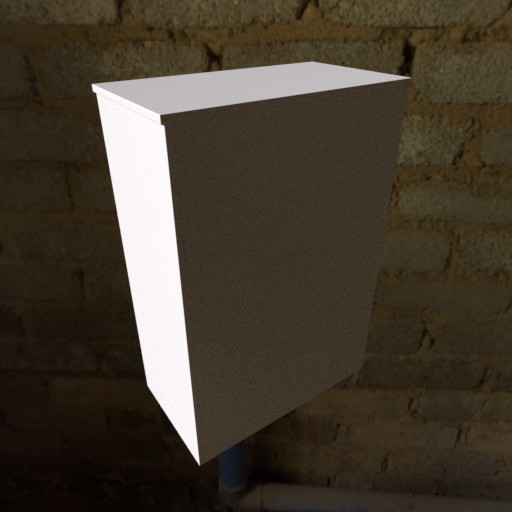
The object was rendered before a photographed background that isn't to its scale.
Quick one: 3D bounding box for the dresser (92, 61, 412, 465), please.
[{"bbox_3d":[0.000,0.000,1.369,0.704,1.021,0.401,-20,36,-30],"label":"dresser"}]
